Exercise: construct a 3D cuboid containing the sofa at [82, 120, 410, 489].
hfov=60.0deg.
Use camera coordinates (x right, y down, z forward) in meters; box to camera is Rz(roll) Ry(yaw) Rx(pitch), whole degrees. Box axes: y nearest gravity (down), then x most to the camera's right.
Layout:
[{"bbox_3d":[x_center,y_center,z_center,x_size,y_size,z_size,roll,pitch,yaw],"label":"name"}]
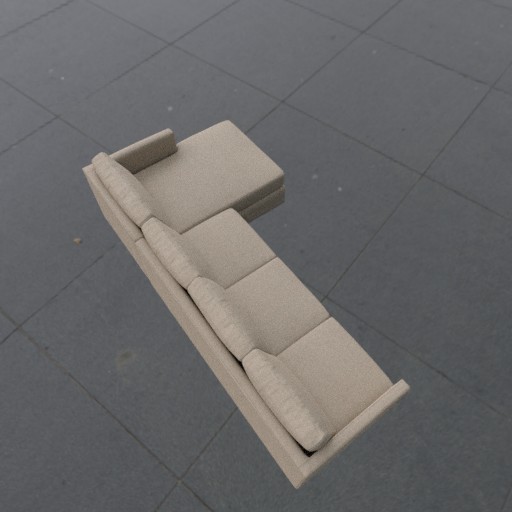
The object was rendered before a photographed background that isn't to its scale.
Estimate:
[{"bbox_3d":[0.000,0.000,3.810,1.622,0.867,3.177,-32,63,-19],"label":"sofa"}]
